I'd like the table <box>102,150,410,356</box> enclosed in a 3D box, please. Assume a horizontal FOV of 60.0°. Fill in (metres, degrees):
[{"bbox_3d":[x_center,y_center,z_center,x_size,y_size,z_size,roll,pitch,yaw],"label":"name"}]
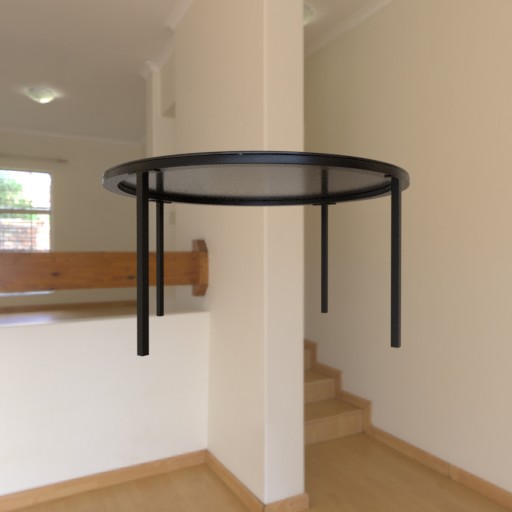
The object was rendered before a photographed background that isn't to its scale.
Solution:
[{"bbox_3d":[0.000,0.000,1.222,0.800,0.400,0.800,0,1,0],"label":"table"}]
